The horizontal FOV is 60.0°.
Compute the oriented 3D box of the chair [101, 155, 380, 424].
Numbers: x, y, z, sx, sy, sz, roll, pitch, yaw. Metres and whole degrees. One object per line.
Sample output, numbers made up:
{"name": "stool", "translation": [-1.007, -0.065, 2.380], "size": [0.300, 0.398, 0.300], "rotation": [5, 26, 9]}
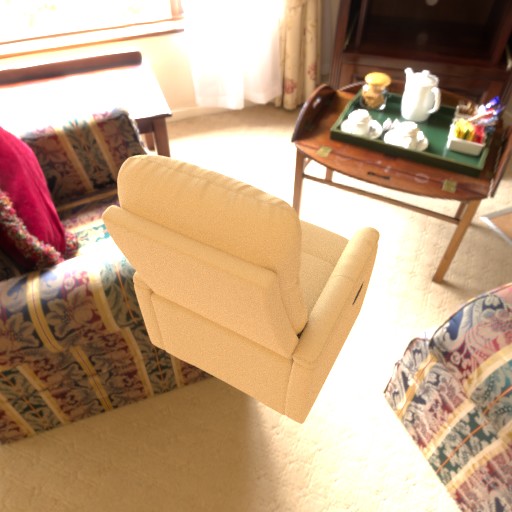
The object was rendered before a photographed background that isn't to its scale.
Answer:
{"name": "chair", "translation": [0.000, 0.000, 1.689], "size": [0.775, 1.082, 0.831], "rotation": [22, 50, 20]}
